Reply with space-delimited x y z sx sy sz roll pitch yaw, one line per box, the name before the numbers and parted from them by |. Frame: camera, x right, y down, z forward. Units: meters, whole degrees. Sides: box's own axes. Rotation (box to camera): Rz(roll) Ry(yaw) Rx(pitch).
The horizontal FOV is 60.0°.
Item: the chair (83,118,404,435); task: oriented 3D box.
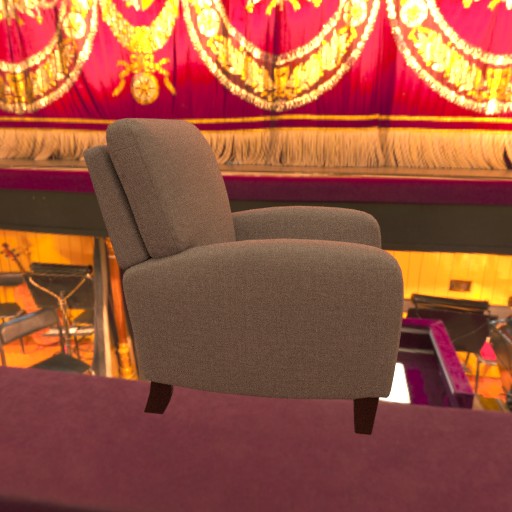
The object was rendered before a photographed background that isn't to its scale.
chair | 0.000 0.000 1.676 0.990 0.990 0.762 3 16 9
